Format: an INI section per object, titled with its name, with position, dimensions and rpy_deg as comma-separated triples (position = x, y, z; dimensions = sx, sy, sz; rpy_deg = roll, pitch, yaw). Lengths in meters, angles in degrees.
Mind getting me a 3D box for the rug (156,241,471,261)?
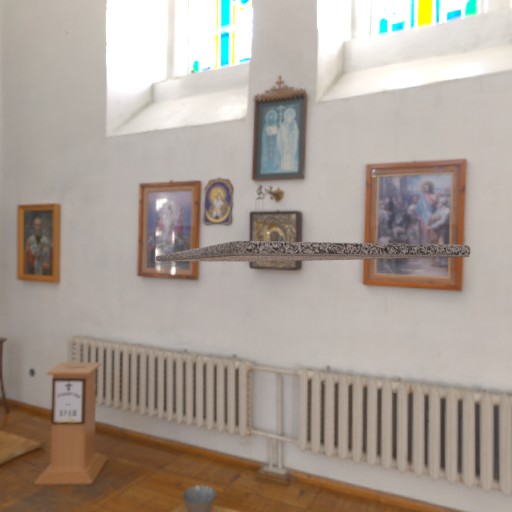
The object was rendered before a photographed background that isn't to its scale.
[rug]
position = 0.000, 0.000, 1.706
dimensions = 0.609, 0.030, 1.524
rpy_deg = 0, -1, -18
